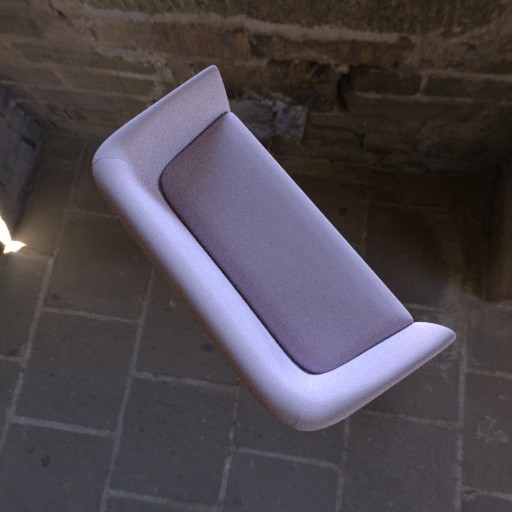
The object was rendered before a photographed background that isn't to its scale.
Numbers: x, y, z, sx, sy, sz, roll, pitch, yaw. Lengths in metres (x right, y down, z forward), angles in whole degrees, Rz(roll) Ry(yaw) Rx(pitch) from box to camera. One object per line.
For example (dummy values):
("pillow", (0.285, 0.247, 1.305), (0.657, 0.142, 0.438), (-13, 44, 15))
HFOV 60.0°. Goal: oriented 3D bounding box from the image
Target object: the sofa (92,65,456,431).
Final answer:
("sofa", (0.000, 0.000, 1.874), (0.705, 0.721, 1.452), (-37, 78, -9))
